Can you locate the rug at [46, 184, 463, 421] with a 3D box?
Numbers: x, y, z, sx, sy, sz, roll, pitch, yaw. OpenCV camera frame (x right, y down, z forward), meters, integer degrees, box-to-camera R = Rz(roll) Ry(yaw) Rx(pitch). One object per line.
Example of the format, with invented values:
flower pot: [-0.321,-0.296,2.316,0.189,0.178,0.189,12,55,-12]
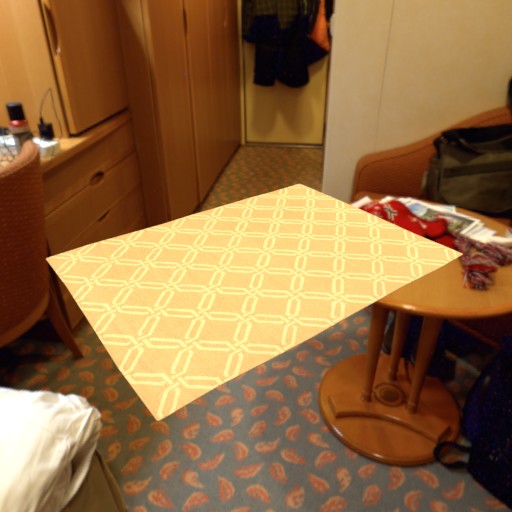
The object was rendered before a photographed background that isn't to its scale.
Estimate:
rug: [0.000,0.000,4.377,3.365,0.020,2.452,-21,36,-31]
